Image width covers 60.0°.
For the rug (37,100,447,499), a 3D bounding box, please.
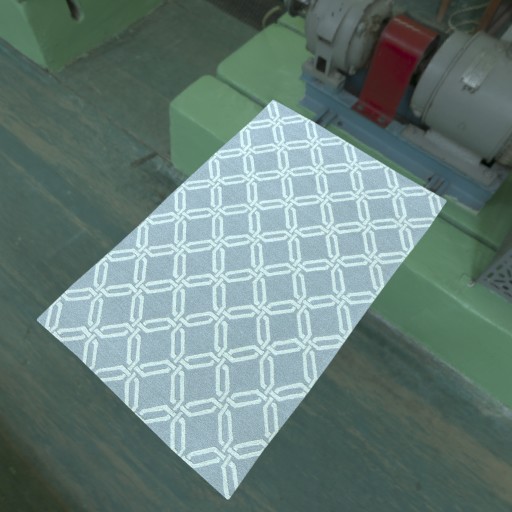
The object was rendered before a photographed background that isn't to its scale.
[{"bbox_3d":[0.000,0.000,2.142,1.148,0.010,1.754,36,68,17],"label":"rug"}]
